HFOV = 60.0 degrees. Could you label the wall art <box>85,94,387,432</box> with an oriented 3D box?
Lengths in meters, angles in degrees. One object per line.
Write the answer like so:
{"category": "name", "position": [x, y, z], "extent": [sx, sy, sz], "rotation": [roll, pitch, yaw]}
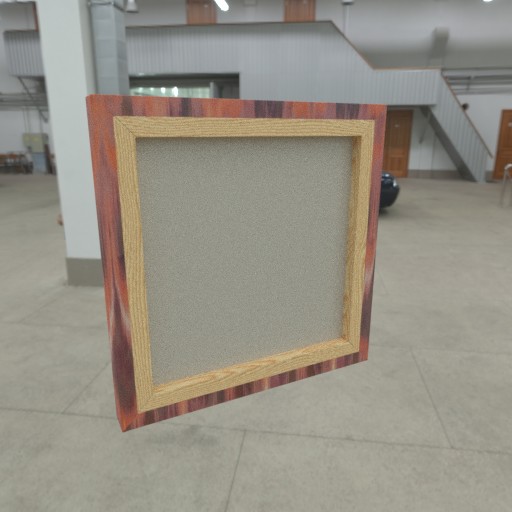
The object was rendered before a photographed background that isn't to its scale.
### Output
{"category": "wall art", "position": [0.000, 0.000, 0.615], "extent": [0.403, 0.406, 0.038], "rotation": [-8, 18, -26]}
